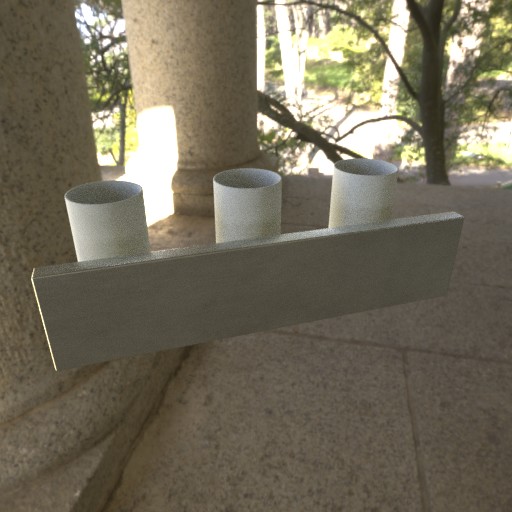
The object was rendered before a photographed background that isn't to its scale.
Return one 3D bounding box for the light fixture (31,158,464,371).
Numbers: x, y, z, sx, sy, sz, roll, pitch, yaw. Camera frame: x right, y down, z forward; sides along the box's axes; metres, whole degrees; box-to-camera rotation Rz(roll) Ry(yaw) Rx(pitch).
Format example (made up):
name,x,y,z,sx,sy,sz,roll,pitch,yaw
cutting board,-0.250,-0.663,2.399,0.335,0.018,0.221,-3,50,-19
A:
name,x,y,z,sx,sy,sz,roll,pitch,yaw
light fixture,0.000,0.000,0.524,0.451,0.172,0.145,-8,28,-16
